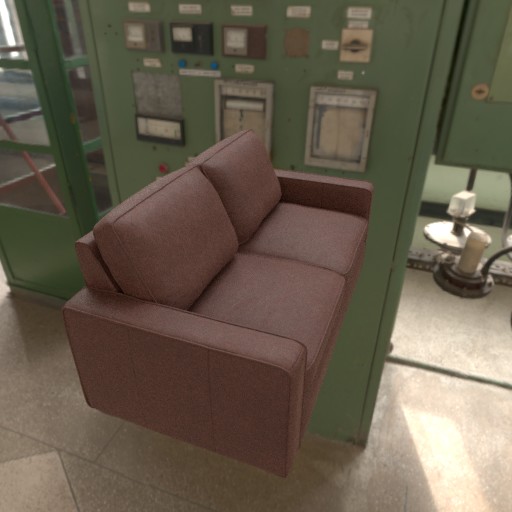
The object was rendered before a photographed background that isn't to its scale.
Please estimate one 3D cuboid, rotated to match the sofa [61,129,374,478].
[{"bbox_3d":[0.000,0.000,2.253,0.947,0.918,1.709,11,33,18],"label":"sofa"}]
